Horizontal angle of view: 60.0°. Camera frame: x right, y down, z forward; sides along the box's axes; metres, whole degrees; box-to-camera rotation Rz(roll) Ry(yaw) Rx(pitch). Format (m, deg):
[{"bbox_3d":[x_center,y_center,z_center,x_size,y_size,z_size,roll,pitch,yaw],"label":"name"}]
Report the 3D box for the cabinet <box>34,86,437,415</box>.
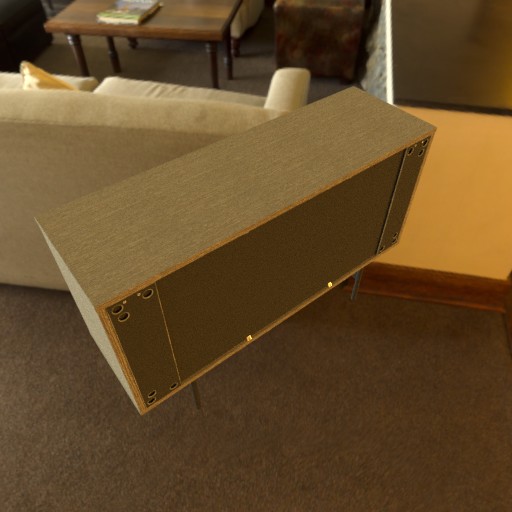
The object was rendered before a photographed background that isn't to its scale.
[{"bbox_3d":[0.000,0.000,1.594,1.194,0.787,0.405,-30,53,-25],"label":"cabinet"}]
